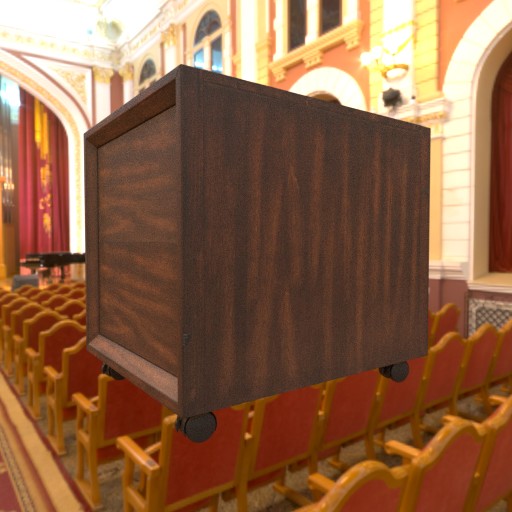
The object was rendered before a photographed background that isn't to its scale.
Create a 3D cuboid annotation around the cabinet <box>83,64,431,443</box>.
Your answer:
[{"bbox_3d":[0.000,0.000,0.815,0.500,0.455,0.402,-1,2,-36],"label":"cabinet"}]
